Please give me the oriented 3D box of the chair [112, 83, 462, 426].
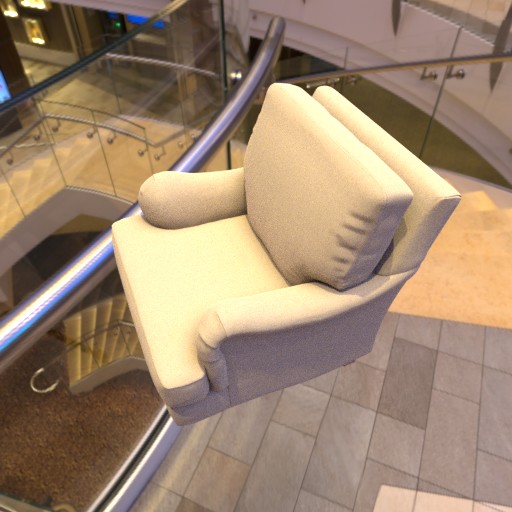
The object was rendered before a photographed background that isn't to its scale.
[{"bbox_3d":[0.000,0.000,1.828,1.078,1.076,0.895,-18,49,-16],"label":"chair"}]
